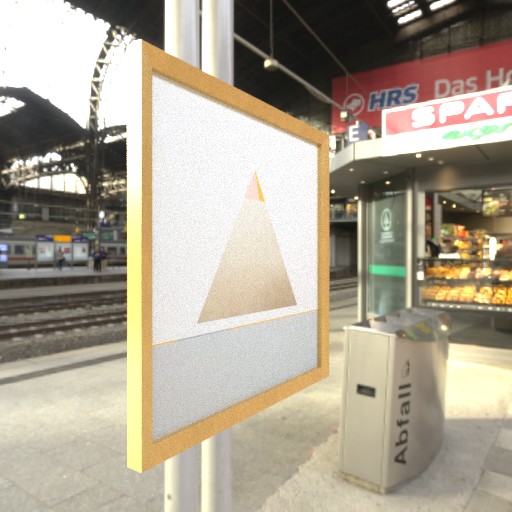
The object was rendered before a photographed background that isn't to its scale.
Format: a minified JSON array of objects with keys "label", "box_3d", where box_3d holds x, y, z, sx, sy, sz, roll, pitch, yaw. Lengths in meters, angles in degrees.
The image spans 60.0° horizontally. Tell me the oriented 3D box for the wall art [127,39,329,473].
[{"label":"wall art","box_3d":[0.000,0.000,2.801,0.097,1.936,1.935,0,0,35]}]
